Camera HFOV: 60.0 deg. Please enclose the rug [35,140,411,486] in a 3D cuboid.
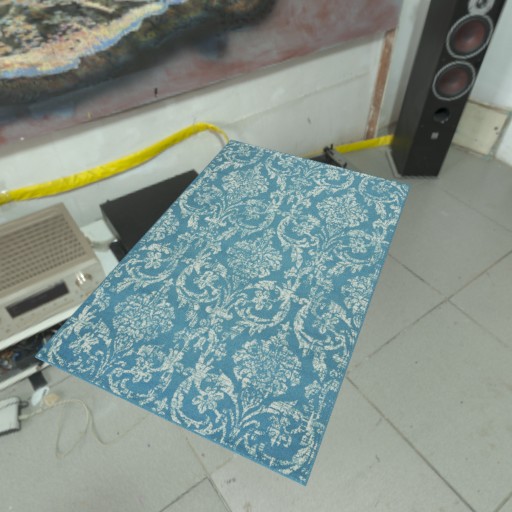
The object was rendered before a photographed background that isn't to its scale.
[{"bbox_3d":[0.000,0.000,3.392,1.816,0.018,2.746,18,49,17],"label":"rug"}]
